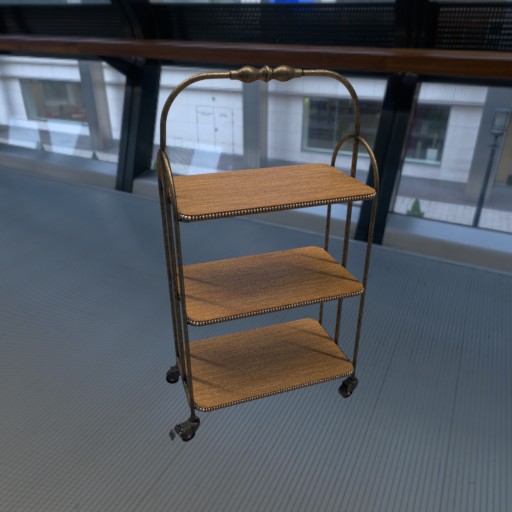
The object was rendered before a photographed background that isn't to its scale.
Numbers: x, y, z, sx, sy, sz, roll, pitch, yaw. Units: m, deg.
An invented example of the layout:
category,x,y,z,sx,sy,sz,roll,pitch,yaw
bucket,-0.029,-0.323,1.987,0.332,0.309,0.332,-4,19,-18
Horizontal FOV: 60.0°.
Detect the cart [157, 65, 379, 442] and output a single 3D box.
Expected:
category,x,y,z,sx,sy,sz,roll,pitch,yaw
cart,0.000,0.000,1.331,0.650,1.052,0.330,-9,28,-17
